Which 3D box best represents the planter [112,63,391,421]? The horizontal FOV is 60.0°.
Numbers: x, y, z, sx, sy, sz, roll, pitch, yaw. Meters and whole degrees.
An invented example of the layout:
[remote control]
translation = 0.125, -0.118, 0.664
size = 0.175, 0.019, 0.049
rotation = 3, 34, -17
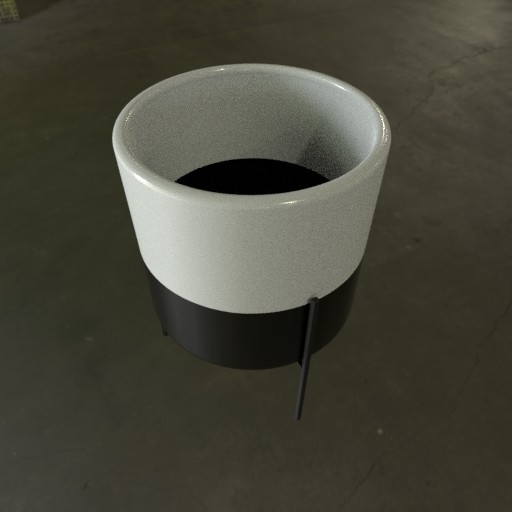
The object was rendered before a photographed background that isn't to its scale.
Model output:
[planter]
translation = 0.000, 0.000, 0.638
size = 0.310, 0.432, 0.310
rotation = -32, 53, -27
